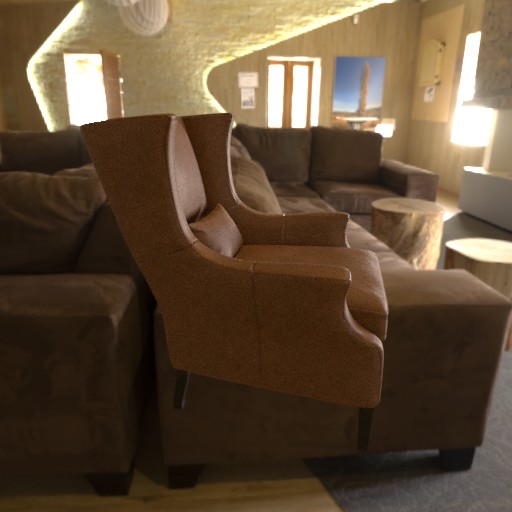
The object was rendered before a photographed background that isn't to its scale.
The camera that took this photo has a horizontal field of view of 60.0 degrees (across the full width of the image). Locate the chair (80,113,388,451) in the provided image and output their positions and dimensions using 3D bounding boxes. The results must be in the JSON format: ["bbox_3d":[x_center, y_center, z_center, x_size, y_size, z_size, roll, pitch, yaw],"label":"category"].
[{"bbox_3d":[0.000,0.000,1.655,0.925,1.016,0.852,3,18,10],"label":"chair"}]
